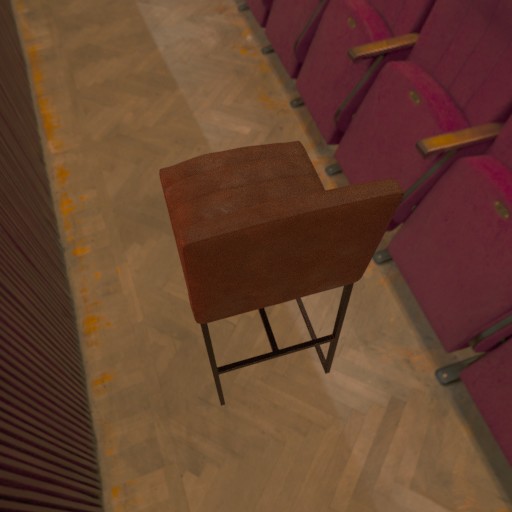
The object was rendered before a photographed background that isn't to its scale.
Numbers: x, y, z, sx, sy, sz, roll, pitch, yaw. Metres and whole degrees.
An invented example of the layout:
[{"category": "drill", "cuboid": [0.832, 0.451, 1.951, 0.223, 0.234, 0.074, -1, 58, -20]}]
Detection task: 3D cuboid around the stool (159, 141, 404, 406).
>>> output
[{"category": "stool", "cuboid": [0.000, 0.000, 1.389, 0.463, 1.065, 0.562, -14, 58, -9]}]
